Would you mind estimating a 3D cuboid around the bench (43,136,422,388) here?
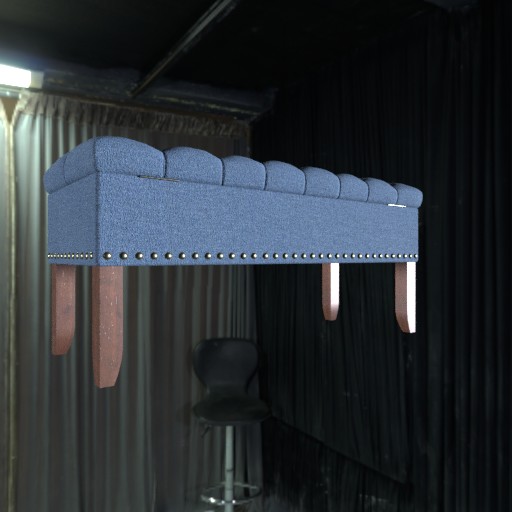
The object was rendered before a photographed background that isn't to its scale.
[{"bbox_3d":[0.000,0.000,1.278,1.052,0.492,0.417,0,0,-37],"label":"bench"}]
